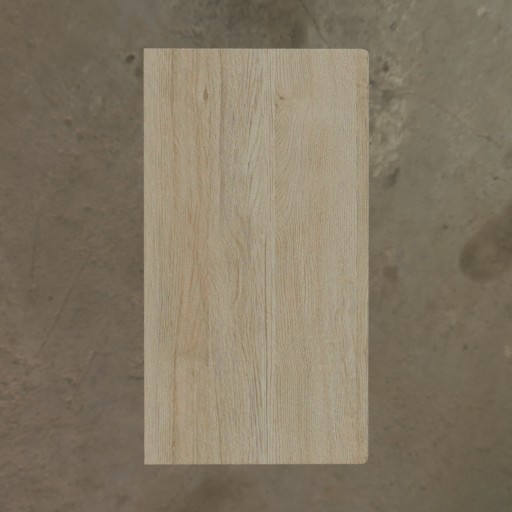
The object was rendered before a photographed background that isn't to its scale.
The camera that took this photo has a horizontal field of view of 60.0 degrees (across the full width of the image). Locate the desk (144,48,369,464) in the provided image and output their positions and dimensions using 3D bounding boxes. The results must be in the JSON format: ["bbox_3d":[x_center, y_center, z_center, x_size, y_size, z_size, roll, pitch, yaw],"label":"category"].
[{"bbox_3d":[0.000,0.000,1.328,0.480,0.770,0.885,0,90,0],"label":"desk"}]
